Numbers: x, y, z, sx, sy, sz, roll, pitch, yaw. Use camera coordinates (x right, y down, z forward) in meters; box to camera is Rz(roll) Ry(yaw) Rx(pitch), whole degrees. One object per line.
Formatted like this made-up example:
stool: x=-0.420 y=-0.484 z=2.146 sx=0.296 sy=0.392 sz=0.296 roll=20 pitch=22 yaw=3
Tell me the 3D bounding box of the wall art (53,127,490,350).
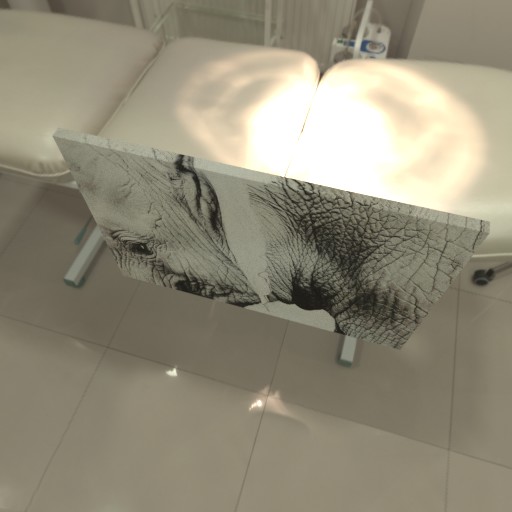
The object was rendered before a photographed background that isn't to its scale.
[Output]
wall art: x=0.000 y=0.000 z=1.442 sx=1.141 sy=0.758 sz=0.035 roll=14 pitch=59 yaw=9
